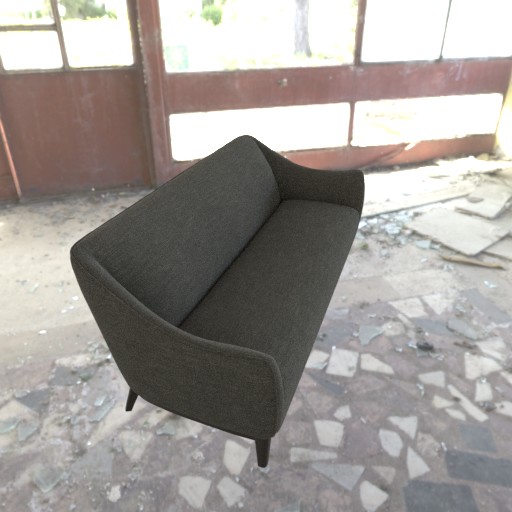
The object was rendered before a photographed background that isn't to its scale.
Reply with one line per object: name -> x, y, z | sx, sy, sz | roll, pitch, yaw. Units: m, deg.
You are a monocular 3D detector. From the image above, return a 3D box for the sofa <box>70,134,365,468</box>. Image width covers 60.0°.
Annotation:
sofa -> 0.000, 0.000, 2.368 | 0.867, 0.829, 1.928 | 11, 32, 18
